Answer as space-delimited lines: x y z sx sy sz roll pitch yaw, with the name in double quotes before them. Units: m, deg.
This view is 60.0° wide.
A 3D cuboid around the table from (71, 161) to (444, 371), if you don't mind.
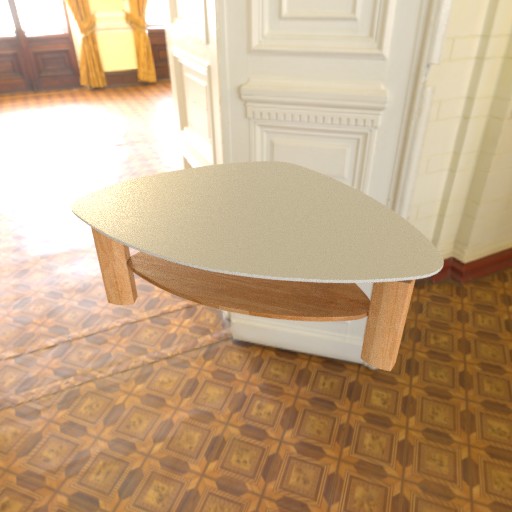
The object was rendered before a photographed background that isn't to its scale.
"table" 0.000 0.000 1.686 1.250 0.440 0.850 11 34 16
